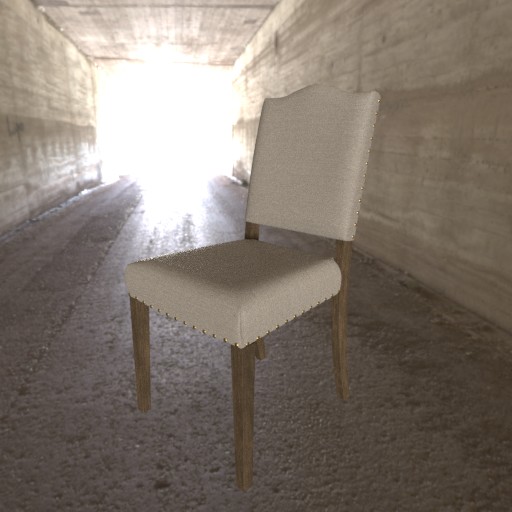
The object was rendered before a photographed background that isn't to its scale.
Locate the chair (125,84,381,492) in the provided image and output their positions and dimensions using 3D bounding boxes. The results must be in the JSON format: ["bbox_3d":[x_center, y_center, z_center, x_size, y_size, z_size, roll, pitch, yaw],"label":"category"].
[{"bbox_3d":[0.000,0.000,1.351,0.508,1.020,0.620,15,22,42],"label":"chair"}]
